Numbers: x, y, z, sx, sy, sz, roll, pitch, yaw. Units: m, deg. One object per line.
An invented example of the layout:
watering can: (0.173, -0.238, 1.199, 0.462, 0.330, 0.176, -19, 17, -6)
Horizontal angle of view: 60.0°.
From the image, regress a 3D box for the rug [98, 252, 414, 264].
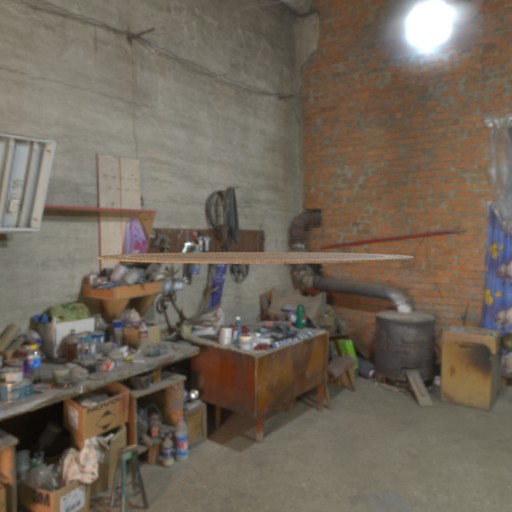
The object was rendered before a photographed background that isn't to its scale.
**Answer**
rug: (0.000, 0.000, 3.632, 2.444, 0.015, 2.444, 0, 2, 0)
